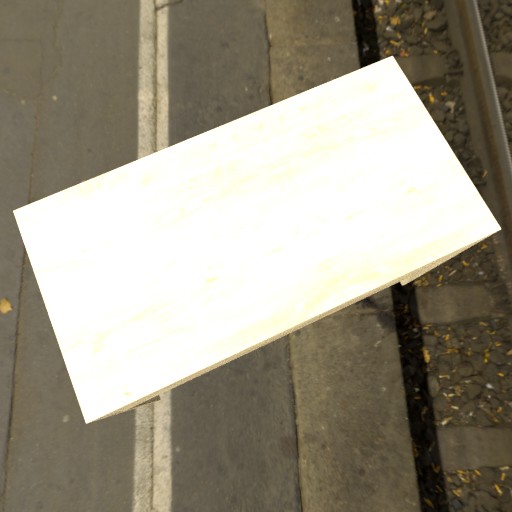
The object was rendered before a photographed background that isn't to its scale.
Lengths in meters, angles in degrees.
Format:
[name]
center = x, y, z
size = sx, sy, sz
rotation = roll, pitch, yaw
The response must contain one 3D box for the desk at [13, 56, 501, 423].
[desk]
center = 0.000, 0.000, 1.472
size = 1.100, 0.730, 0.560
rotation = -24, 77, -6
